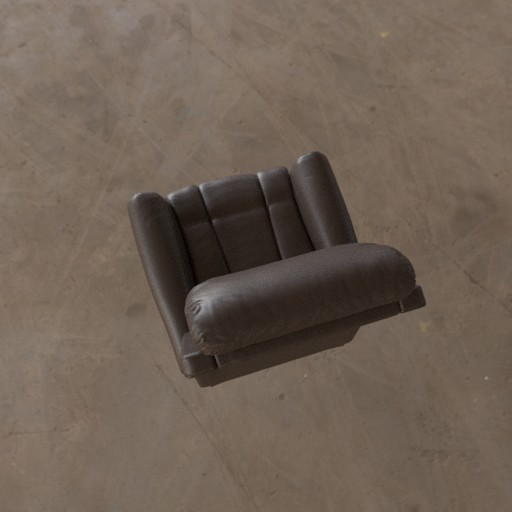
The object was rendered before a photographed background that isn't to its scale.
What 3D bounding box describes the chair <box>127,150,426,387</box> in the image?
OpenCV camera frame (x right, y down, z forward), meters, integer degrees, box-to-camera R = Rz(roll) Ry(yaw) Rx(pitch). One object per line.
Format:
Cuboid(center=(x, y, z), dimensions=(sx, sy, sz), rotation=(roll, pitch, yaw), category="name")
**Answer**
Cuboid(center=(0.000, 0.000, 1.699), dimensions=(0.869, 1.028, 0.978), rotation=(-15, 61, -9), category="chair")
